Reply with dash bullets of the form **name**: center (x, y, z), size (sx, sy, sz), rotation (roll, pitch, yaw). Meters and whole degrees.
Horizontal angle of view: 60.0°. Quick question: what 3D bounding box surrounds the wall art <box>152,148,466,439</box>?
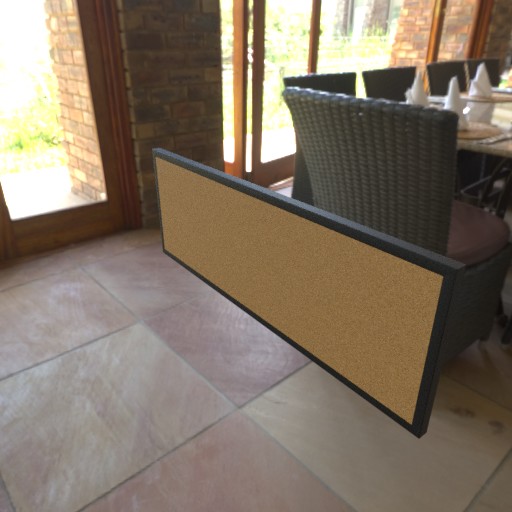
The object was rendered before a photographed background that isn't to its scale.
- **wall art**: center (0.000, 0.000, 1.720), size (0.041, 0.554, 1.572), rotation (-19, 32, -34)
